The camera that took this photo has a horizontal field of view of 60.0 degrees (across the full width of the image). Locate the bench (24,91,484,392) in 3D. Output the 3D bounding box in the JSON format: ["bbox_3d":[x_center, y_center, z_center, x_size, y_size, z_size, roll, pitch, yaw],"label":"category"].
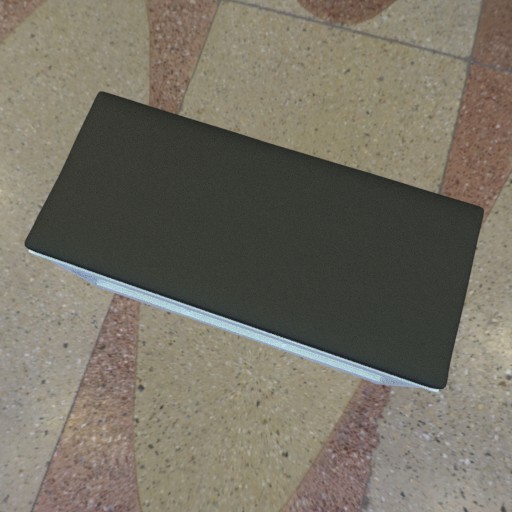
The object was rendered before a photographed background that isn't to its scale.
[{"bbox_3d":[0.000,0.000,1.161,0.899,0.500,0.401,18,76,5],"label":"bench"}]
